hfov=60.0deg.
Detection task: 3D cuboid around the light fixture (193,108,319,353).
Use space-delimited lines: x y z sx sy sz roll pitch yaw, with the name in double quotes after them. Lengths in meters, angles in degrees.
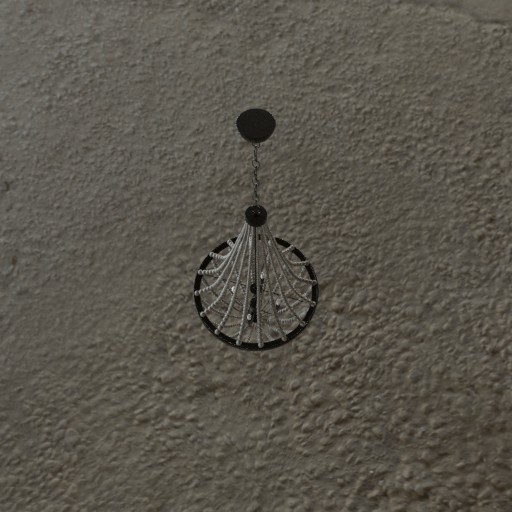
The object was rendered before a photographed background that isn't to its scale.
0.000 0.000 1.370 0.450 1.133 0.450 0 63 0 "light fixture"
